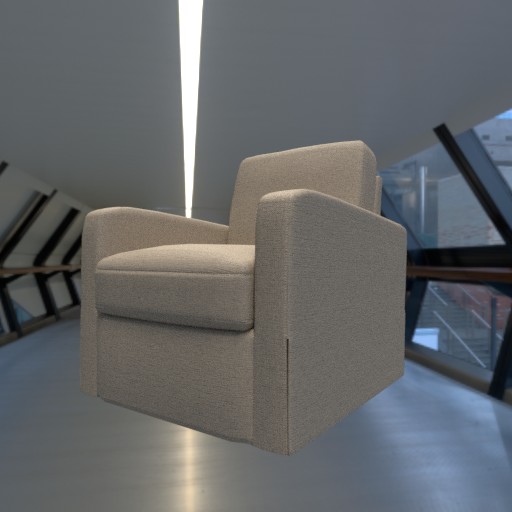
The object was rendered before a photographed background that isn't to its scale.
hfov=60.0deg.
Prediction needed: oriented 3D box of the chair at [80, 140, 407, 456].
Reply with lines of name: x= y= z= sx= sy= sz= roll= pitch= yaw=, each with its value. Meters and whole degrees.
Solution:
chair: x=0.000 y=0.000 z=1.460 sx=0.755 sy=0.827 sz=0.888 roll=0 pitch=0 yaw=36
